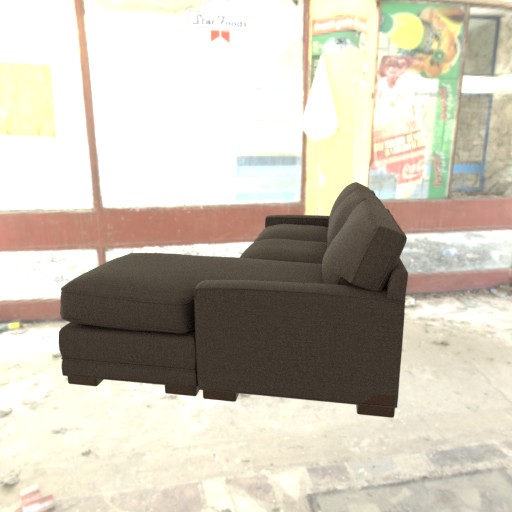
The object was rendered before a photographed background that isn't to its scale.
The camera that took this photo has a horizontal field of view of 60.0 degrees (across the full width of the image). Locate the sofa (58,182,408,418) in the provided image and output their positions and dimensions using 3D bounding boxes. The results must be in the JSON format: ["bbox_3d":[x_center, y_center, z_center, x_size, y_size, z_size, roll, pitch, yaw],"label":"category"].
[{"bbox_3d":[0.000,0.000,3.281,1.790,0.973,2.370,2,14,10],"label":"sofa"}]
